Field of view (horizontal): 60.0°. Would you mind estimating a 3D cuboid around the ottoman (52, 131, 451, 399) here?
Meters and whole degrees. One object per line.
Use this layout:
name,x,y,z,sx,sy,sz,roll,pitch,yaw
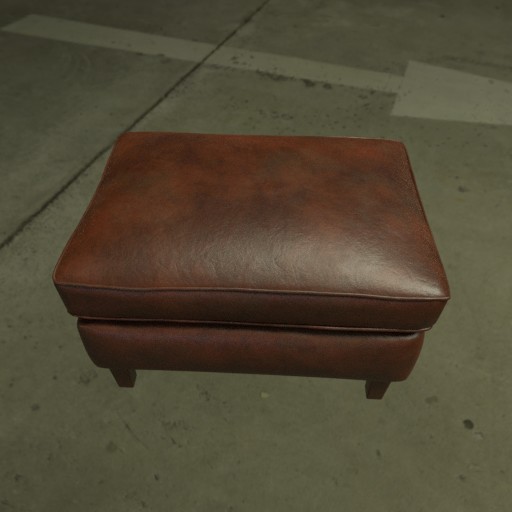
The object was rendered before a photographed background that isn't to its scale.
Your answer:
ottoman,0.000,0.000,0.978,0.665,0.432,0.501,2,47,2
